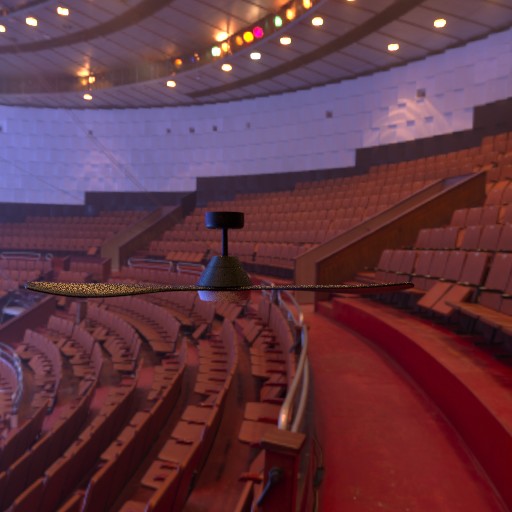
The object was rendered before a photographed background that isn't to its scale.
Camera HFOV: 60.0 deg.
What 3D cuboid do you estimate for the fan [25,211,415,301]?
[{"bbox_3d":[0.000,0.000,1.604,1.067,0.305,1.067,0,1,17],"label":"fan"}]
